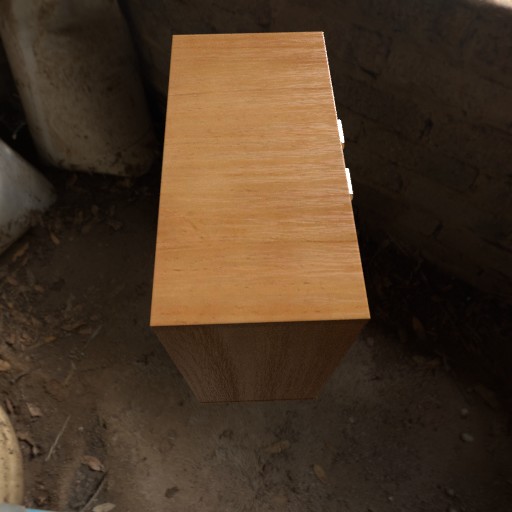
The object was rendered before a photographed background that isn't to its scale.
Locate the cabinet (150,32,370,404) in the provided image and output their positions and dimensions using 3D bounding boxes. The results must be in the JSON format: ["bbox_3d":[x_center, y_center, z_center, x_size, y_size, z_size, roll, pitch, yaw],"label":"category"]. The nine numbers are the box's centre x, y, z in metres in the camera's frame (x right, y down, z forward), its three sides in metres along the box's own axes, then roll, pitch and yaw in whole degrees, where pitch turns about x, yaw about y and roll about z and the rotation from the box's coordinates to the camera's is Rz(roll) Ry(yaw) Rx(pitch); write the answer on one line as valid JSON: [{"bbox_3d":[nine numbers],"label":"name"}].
[{"bbox_3d":[0.000,0.000,1.424,0.419,1.001,0.800,-2,62,-1],"label":"cabinet"}]
